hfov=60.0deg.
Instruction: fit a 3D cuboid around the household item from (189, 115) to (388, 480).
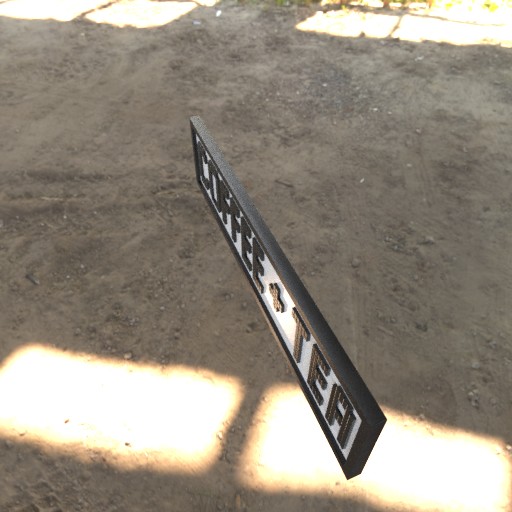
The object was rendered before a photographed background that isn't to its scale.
[{"bbox_3d":[0.000,0.000,1.072,0.030,0.236,1.001,-16,48,-15],"label":"household item"}]
